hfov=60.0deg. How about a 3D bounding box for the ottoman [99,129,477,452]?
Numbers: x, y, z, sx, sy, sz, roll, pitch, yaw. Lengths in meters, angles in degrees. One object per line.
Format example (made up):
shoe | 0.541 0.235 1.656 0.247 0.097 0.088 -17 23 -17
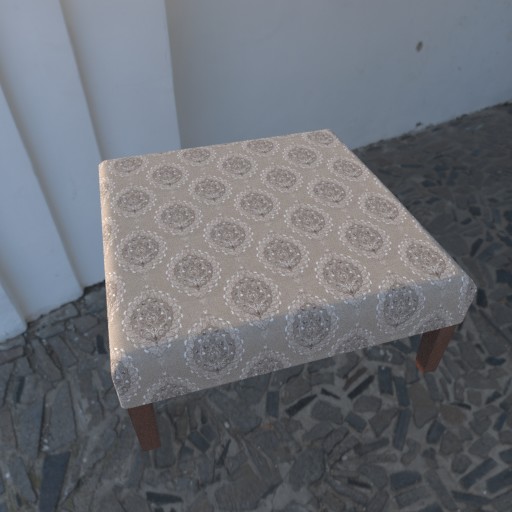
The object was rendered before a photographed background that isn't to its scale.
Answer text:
ottoman | 0.000 0.000 1.417 0.889 0.411 0.890 -11 43 -12
